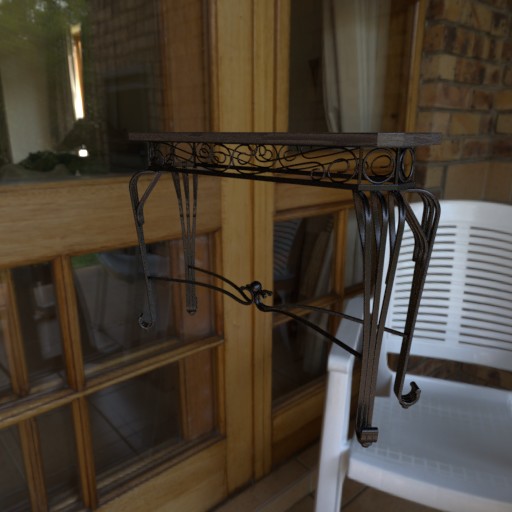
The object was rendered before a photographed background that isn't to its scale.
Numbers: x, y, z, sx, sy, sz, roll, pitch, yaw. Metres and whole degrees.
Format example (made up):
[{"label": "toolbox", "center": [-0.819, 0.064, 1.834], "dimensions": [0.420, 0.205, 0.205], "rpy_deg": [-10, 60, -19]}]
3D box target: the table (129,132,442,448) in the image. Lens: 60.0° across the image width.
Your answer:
[{"label": "table", "center": [0.000, 0.000, 1.488], "dimensions": [1.112, 0.800, 0.329], "rpy_deg": [14, 21, 41]}]
